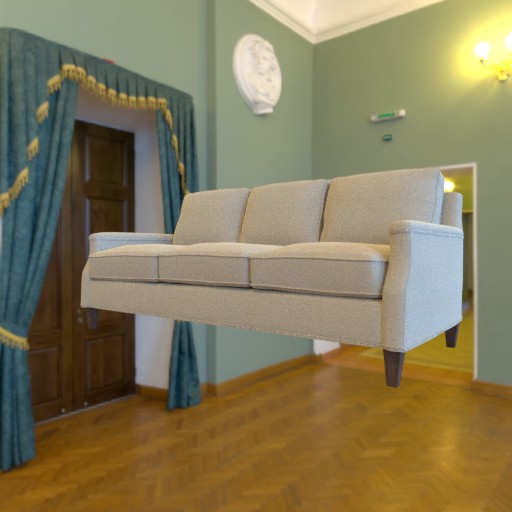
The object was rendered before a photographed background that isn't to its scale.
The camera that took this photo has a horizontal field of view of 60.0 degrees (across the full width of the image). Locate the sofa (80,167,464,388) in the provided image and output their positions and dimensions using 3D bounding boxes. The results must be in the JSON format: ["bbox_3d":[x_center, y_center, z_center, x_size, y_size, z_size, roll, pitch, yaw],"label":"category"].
[{"bbox_3d":[0.000,0.000,2.771,2.246,1.003,1.084,1,1,37],"label":"sofa"}]
